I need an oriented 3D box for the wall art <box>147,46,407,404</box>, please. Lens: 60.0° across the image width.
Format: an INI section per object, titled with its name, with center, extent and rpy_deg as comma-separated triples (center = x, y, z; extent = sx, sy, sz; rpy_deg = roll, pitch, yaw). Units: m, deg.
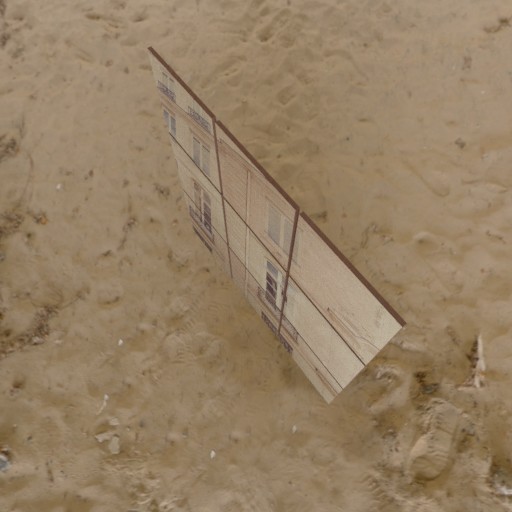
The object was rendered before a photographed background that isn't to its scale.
[wall art]
center = 0.000, 0.000, 1.833
extent = 0.024, 1.218, 1.221
rpy_deg = -33, 68, -15
